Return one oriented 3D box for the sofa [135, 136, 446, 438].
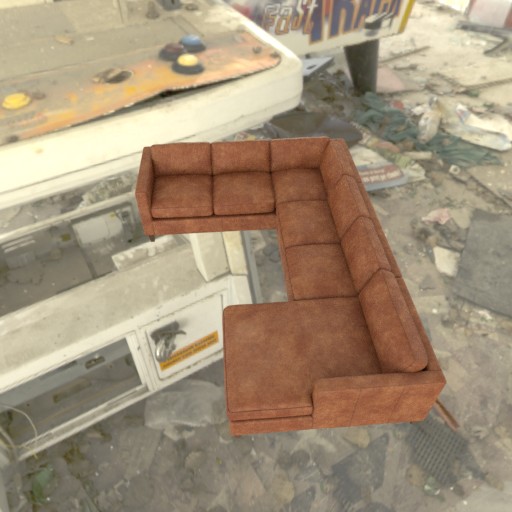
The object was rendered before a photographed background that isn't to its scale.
[{"bbox_3d":[0.000,0.000,4.426,2.452,0.888,3.324,-3,45,-3],"label":"sofa"}]
